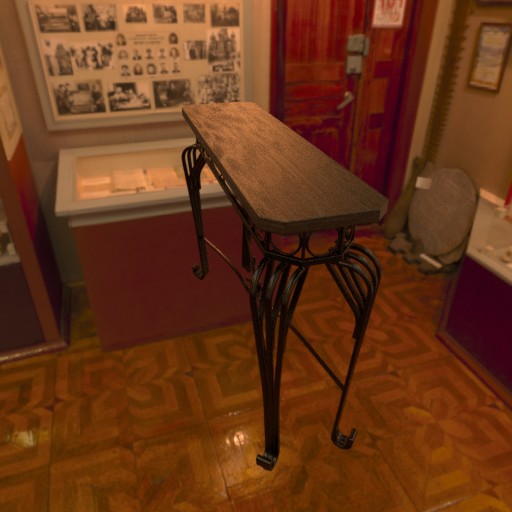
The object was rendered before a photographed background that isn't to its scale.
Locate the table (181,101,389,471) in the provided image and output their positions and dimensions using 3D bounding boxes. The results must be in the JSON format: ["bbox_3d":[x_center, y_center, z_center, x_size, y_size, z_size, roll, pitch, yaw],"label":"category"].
[{"bbox_3d":[0.000,0.000,1.525,0.329,0.800,1.112,-9,32,-14],"label":"table"}]
